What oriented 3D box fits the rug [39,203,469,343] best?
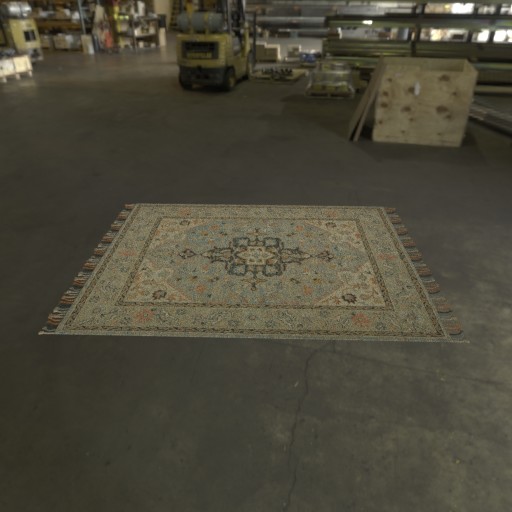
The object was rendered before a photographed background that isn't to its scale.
[{"bbox_3d":[0.000,0.000,4.292,3.221,0.011,2.379,1,31,1],"label":"rug"}]
